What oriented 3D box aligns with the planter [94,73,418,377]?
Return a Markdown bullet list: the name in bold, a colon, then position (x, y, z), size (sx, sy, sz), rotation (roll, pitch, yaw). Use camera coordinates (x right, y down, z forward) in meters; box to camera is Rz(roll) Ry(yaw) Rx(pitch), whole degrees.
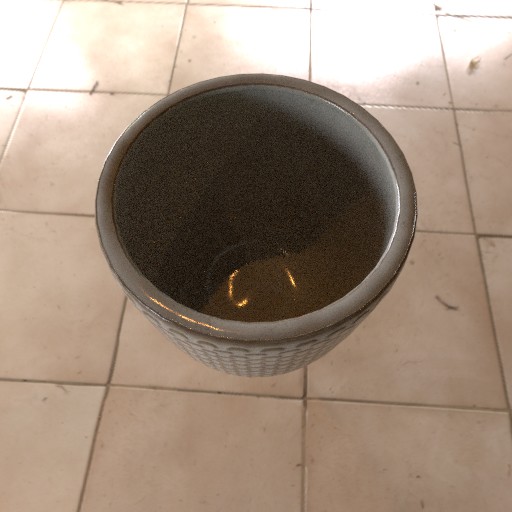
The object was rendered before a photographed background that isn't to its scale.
- **planter**: position (0.000, 0.000, 0.352), size (0.197, 0.191, 0.197), rotation (0, 64, 0)
